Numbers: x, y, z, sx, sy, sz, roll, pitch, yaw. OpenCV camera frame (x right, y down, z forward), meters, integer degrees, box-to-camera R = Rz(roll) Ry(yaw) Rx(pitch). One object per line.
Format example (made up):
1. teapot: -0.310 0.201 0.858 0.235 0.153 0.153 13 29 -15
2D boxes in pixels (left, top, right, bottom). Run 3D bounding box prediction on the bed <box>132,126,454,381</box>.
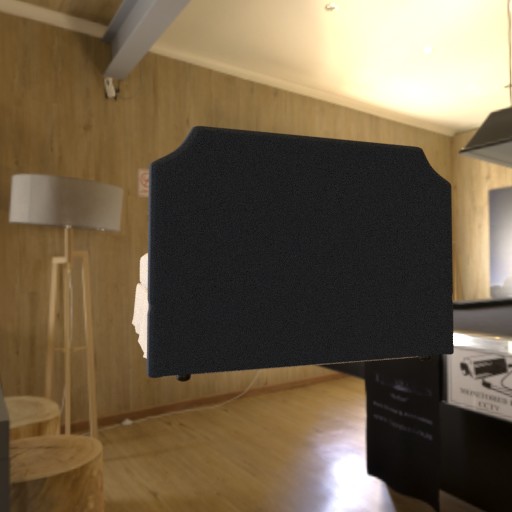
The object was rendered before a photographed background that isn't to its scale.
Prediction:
1. bed: 0.000 0.000 3.491 1.831 1.297 2.260 0 -1 -18
